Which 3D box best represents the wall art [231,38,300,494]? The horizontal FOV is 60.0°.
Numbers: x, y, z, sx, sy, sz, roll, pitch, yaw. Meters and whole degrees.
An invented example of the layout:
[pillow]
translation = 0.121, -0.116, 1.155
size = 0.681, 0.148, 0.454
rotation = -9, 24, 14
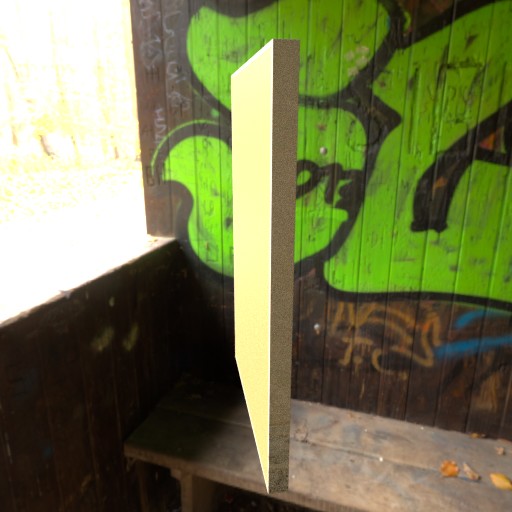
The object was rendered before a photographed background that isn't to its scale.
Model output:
[wall art]
translation = 0.000, 0.000, 0.949
size = 0.038, 0.764, 0.508
rotation = -3, 17, -9
